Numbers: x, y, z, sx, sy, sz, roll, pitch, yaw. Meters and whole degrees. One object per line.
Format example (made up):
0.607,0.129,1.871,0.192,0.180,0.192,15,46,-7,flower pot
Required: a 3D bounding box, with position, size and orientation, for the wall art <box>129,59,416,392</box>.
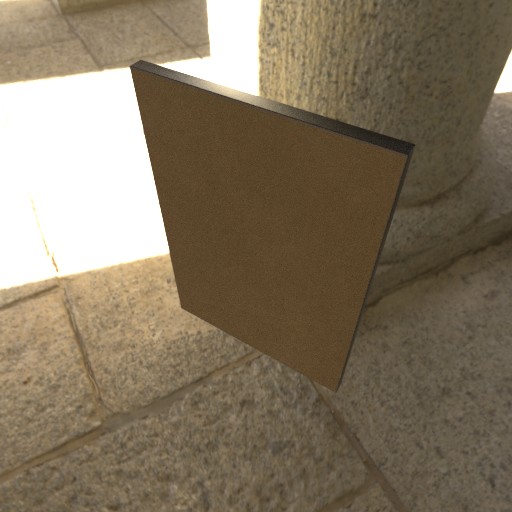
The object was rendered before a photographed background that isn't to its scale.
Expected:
0.000,0.000,0.603,0.314,0.455,0.019,25,52,21,wall art
